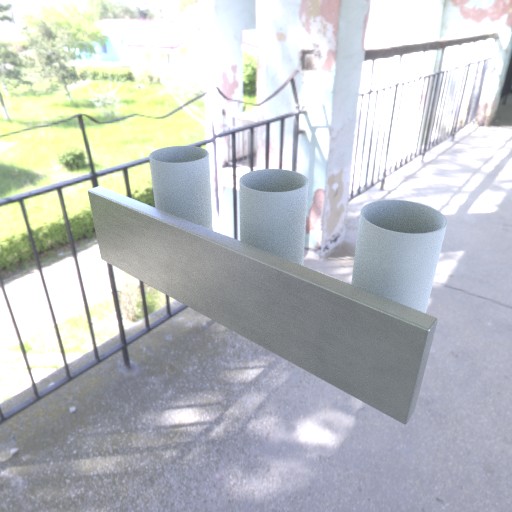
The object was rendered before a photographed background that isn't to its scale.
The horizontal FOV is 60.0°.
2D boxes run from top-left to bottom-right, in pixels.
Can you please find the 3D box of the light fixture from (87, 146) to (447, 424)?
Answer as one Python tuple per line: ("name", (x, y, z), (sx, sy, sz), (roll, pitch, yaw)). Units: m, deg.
("light fixture", (0.000, 0.000, 0.527), (0.451, 0.172, 0.145), (22, 36, 33))
